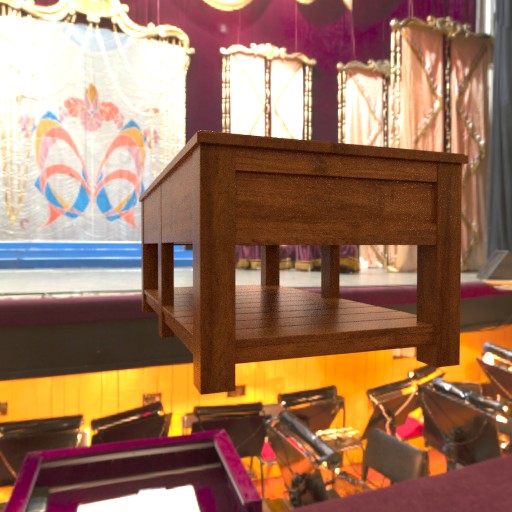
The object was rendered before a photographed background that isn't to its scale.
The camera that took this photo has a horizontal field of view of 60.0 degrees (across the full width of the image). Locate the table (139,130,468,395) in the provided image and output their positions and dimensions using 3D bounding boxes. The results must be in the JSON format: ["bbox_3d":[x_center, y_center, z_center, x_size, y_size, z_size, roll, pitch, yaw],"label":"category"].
[{"bbox_3d":[0.000,0.000,1.441,0.635,0.480,1.150,0,1,-20],"label":"table"}]
